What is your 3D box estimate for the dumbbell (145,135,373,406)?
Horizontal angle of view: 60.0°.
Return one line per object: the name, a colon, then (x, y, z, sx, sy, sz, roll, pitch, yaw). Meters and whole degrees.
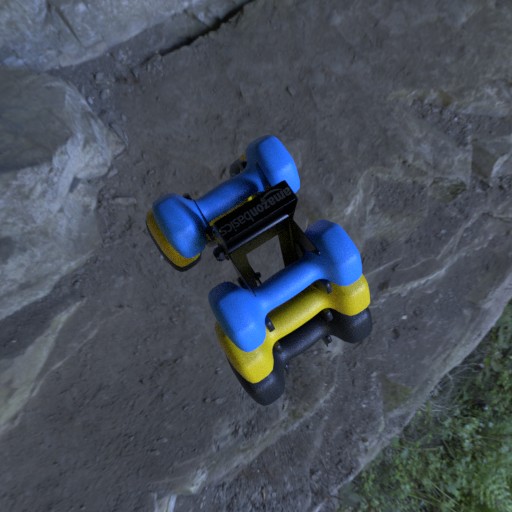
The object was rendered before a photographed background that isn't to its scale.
dumbbell: (0.000, 0.000, 0.677, 0.255, 0.426, 0.409, -32, 79, -7)
